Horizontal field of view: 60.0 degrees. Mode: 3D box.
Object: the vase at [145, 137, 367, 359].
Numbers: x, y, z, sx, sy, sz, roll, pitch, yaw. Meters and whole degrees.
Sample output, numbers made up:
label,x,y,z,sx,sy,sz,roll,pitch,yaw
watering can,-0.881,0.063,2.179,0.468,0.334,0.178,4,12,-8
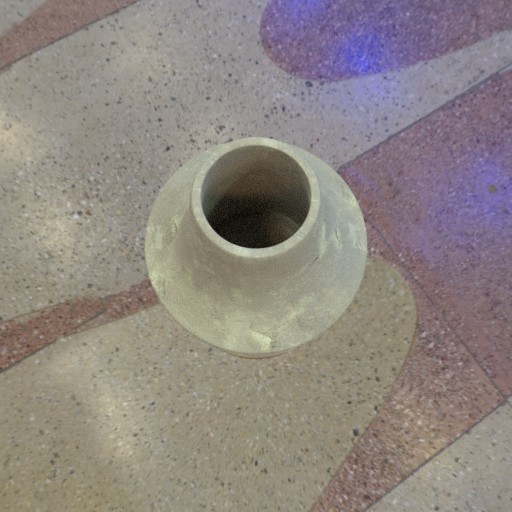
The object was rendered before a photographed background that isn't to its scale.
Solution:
label,x,y,z,sx,sy,sz,roll,pitch,yaw
vase,0.000,0.000,0.416,0.184,0.305,0.184,0,76,0
